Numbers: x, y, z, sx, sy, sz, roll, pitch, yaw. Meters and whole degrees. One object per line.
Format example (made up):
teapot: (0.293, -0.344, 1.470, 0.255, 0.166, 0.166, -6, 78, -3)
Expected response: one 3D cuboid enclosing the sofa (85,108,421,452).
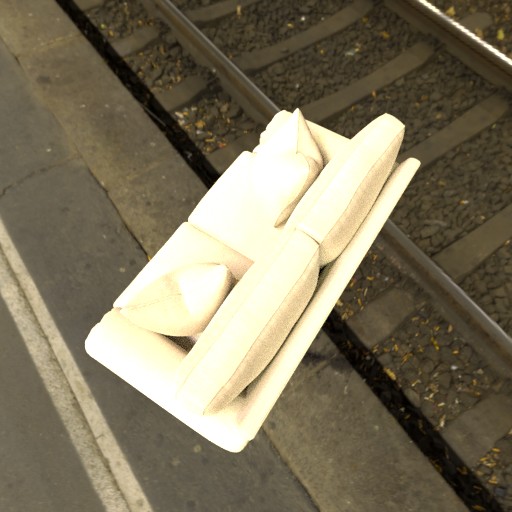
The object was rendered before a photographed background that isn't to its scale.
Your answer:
sofa: (0.000, 0.000, 2.276, 0.966, 0.966, 1.701, 30, 66, 15)
